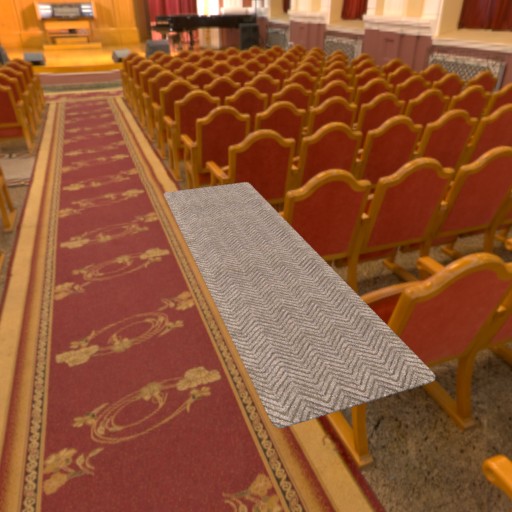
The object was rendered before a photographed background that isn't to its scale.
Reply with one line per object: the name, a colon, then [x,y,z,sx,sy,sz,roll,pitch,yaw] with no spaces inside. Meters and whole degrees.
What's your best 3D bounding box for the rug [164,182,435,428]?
rug: [0.000,0.000,2.550,0.686,0.008,2.286,-10,32,-17]
